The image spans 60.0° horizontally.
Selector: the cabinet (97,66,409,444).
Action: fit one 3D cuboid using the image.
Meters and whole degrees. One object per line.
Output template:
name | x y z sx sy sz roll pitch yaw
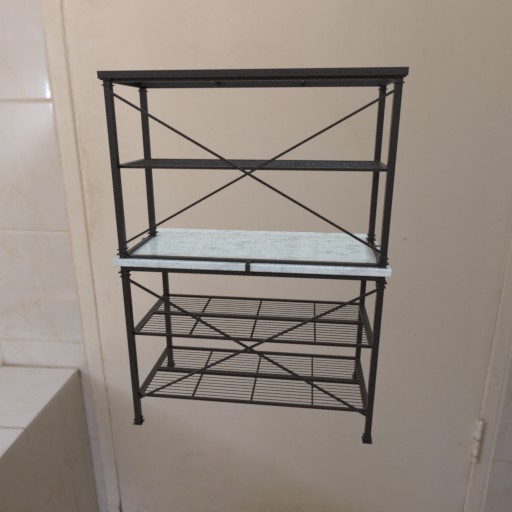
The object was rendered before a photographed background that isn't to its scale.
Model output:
cabinet | 0.000 0.000 2.197 1.210 1.659 0.610 2 17 7
